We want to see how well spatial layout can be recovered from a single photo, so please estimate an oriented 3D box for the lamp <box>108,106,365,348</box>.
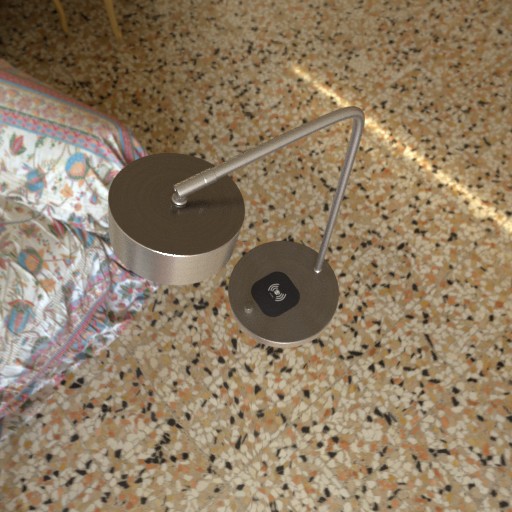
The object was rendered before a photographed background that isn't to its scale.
[{"bbox_3d":[0.000,0.000,0.647,0.334,0.469,0.211,-29,67,-14],"label":"lamp"}]
